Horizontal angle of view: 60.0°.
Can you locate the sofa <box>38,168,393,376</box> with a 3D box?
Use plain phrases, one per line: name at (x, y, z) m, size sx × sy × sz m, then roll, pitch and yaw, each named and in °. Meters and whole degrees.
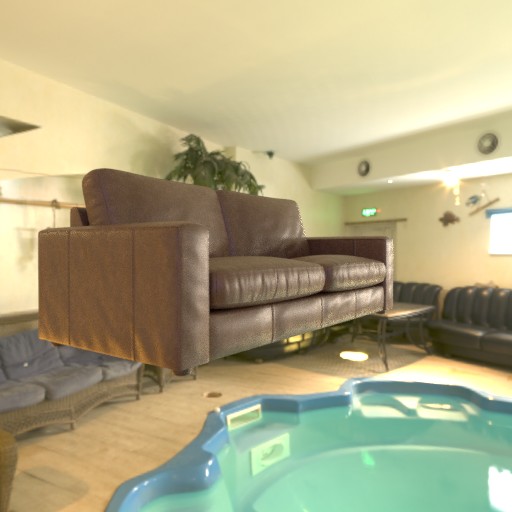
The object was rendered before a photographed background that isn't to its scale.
sofa at (0.000, 0.000, 2.706) m, size 1.016 × 0.873 × 2.179 m, roll 0°, pitch 1°, yaw 37°
